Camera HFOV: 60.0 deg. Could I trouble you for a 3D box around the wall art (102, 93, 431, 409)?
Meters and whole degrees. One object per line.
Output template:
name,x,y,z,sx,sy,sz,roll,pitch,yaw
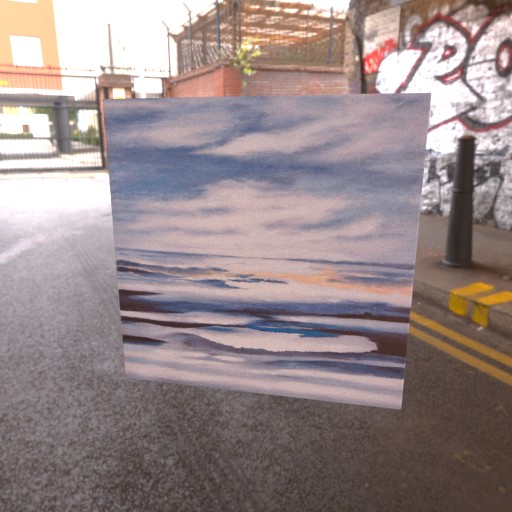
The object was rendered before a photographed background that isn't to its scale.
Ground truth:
wall art,0.000,0.000,1.099,0.747,0.747,0.035,3,15,11
